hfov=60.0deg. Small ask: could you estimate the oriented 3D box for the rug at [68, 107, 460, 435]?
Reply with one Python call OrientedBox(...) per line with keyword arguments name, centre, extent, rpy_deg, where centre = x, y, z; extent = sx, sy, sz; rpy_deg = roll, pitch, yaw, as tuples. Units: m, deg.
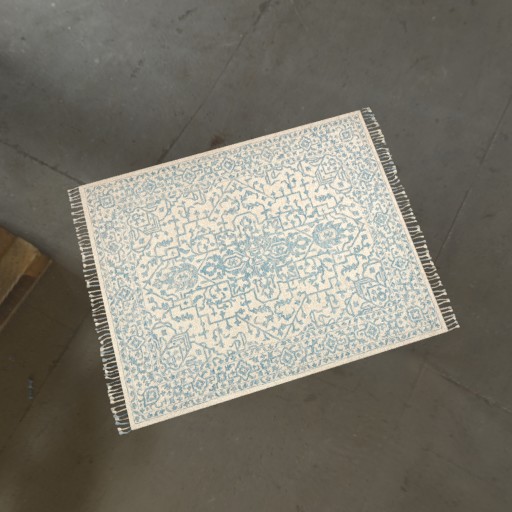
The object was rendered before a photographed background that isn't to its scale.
OrientedBox(name="rug", centre=(0.000, 0.000, 4.346), extent=(3.327, 0.010, 2.464), rpy_deg=(-16, 77, -4))
